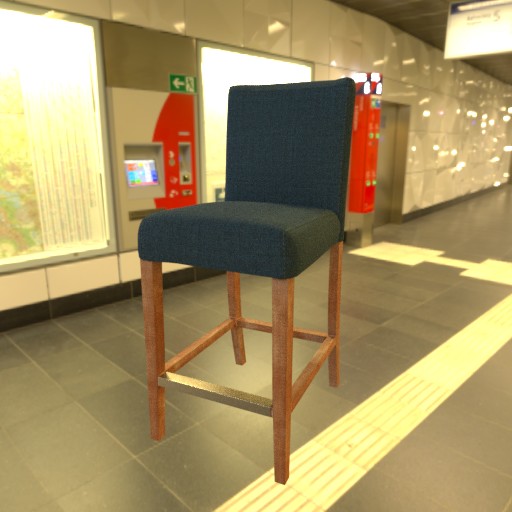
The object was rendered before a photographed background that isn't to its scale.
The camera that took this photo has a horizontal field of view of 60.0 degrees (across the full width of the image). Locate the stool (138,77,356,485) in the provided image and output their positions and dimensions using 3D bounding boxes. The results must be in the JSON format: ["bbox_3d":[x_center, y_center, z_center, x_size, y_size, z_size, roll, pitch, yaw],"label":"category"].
[{"bbox_3d":[0.000,0.000,1.325,0.454,1.039,0.567,7,15,25],"label":"stool"}]
